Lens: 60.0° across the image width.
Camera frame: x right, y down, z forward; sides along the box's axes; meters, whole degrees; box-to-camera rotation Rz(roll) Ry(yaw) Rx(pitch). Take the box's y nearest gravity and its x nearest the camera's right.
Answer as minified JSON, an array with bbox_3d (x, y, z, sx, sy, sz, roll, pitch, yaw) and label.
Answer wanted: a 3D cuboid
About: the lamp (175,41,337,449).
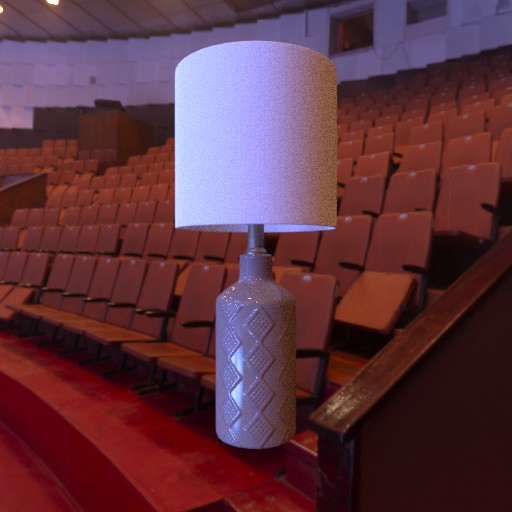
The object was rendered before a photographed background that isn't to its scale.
[{"bbox_3d":[0.000,0.000,0.577,0.207,0.461,0.207,0,1,-35],"label":"lamp"}]
